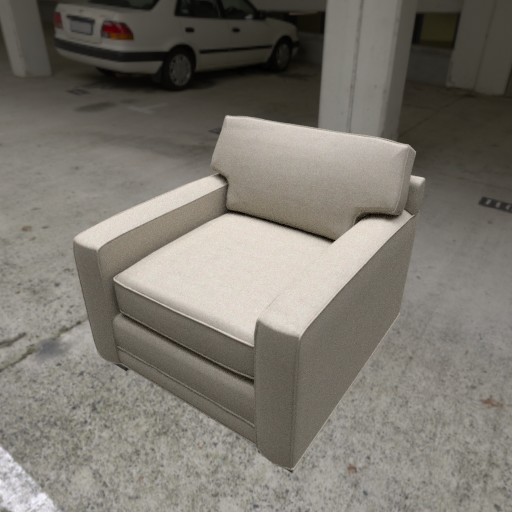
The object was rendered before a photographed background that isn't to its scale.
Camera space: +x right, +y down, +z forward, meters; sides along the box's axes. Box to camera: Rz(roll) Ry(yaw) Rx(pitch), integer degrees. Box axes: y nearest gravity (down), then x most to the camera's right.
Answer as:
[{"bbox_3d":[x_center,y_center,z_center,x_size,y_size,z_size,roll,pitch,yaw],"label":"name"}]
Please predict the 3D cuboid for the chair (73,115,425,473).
[{"bbox_3d":[0.000,0.000,1.838,0.998,0.913,1.043,19,35,30],"label":"chair"}]
